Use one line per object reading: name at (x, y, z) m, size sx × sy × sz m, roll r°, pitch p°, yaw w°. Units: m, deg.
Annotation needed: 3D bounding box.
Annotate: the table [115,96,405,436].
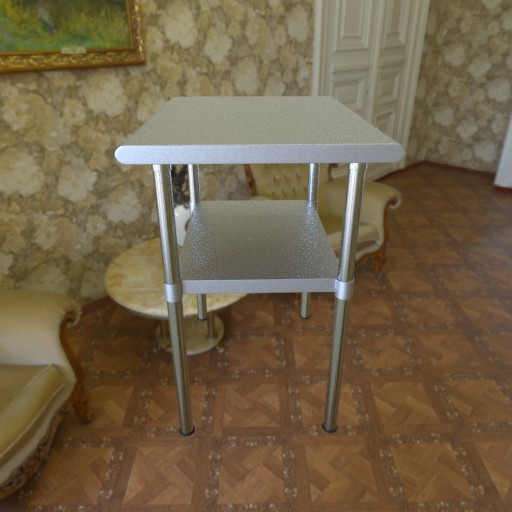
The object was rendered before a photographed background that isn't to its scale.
table at (0.000, 0.000, 1.417) m, size 0.584 × 0.876 × 0.762 m, roll -1°, pitch 27°, yaw -1°
